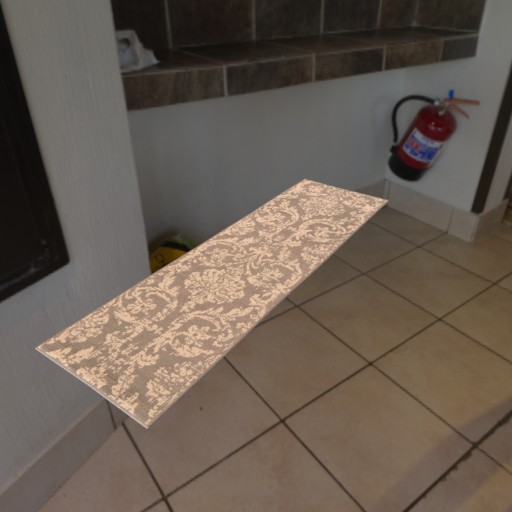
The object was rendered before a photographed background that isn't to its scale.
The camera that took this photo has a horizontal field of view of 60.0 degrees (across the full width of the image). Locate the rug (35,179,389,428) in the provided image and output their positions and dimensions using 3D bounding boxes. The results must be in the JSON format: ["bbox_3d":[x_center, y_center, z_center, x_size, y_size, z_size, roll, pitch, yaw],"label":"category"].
[{"bbox_3d":[0.000,0.000,2.407,0.662,0.011,2.196,21,38,29],"label":"rug"}]
